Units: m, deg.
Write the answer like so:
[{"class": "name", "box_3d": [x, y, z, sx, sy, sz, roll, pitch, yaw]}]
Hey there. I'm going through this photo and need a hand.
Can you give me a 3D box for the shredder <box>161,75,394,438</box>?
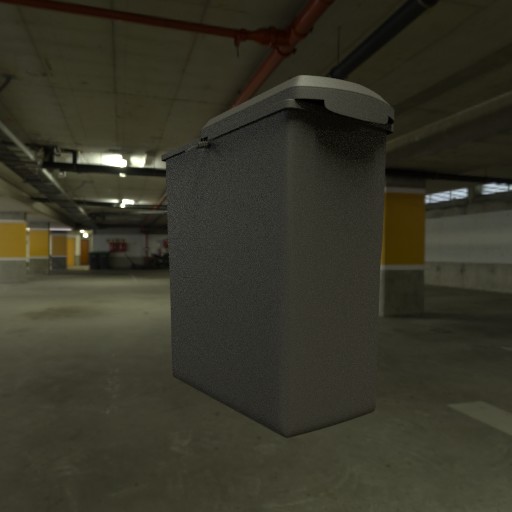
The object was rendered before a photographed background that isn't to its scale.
[{"class": "shredder", "box_3d": [0.000, 0.000, 0.534, 0.170, 0.335, 0.320, 0, 1, -35]}]
